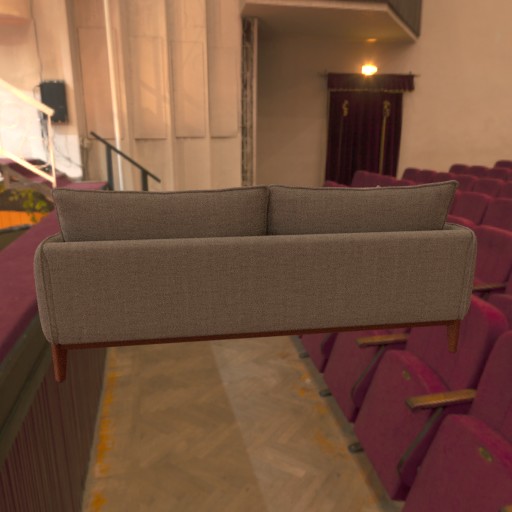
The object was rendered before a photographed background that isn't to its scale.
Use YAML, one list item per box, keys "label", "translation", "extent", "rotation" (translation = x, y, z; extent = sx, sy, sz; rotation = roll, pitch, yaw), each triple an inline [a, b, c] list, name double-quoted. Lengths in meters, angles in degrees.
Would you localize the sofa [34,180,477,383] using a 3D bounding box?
- label: "sofa"
  translation: [0.000, 0.000, 2.386]
  extent: [1.989, 0.851, 0.972]
  rotation: [-2, 15, -8]
